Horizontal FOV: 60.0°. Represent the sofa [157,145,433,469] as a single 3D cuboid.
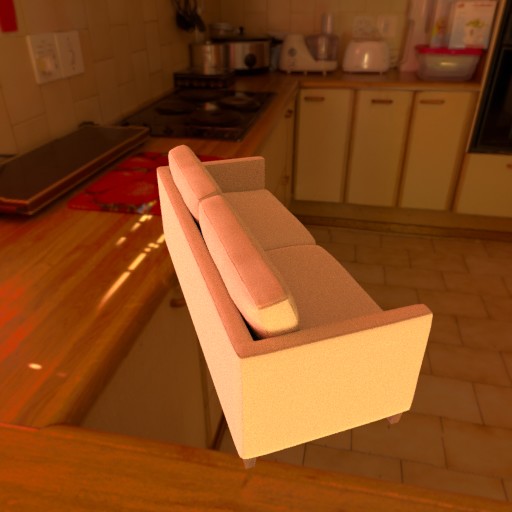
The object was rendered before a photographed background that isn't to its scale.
[{"bbox_3d":[0.000,0.000,2.936,0.951,0.968,2.361,-10,32,-16],"label":"sofa"}]
